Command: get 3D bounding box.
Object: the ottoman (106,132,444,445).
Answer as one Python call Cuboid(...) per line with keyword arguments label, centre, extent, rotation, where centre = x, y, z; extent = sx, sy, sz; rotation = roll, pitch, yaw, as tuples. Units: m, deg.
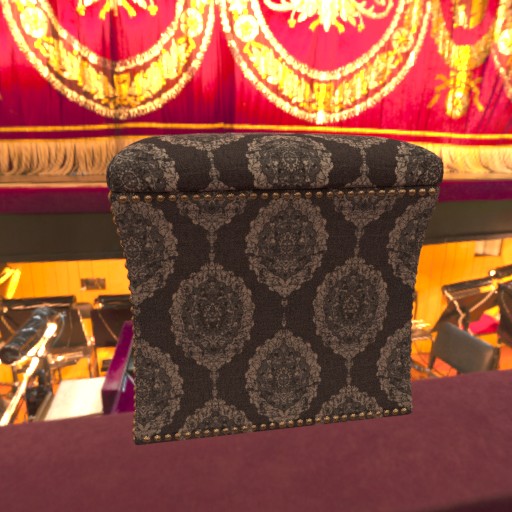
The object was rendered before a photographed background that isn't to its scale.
Cuboid(label="ottoman", centre=(0.000, 0.000, 0.885), extent=(0.497, 0.475, 0.507), rotation=(-3, 16, -10))
